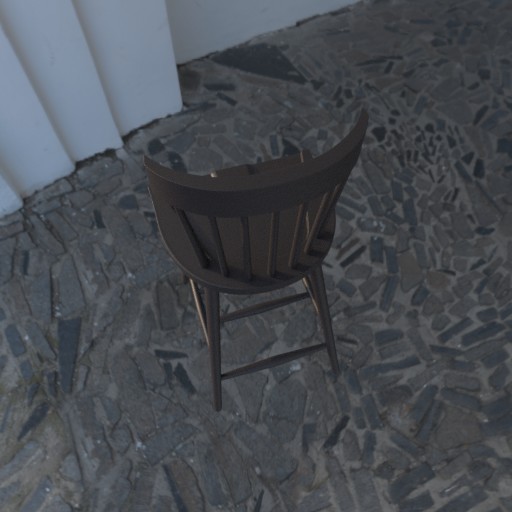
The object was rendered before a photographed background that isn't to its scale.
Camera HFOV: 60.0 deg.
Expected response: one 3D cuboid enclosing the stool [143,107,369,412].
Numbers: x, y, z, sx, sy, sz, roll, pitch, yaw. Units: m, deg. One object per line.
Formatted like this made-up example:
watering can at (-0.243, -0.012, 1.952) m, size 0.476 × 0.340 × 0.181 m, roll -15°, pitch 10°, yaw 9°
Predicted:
stool at (0.000, 0.000, 1.279) m, size 0.494 × 0.953 × 0.549 m, roll -15°, pitch 59°, yaw -9°
